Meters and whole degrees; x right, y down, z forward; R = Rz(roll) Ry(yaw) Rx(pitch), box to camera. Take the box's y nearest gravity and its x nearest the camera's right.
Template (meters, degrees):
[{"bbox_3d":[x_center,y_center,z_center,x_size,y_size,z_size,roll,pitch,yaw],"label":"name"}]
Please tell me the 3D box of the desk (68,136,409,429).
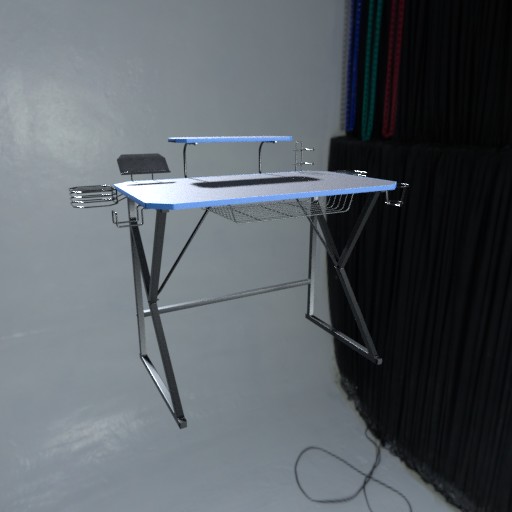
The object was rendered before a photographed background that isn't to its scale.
[{"bbox_3d":[0.000,0.000,1.777,1.295,0.909,0.594,-9,19,-27],"label":"desk"}]
